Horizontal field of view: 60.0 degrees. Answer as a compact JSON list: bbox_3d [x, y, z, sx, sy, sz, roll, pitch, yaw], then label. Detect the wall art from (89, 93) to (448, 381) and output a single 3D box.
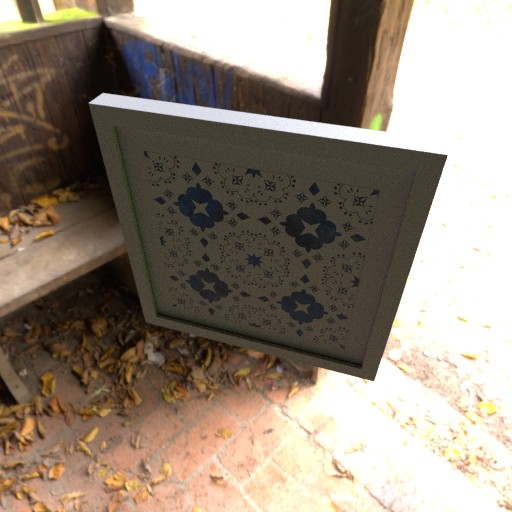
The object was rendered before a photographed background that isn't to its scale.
[{"bbox_3d":[0.000,0.000,0.548,0.355,0.355,0.027,12,44,13],"label":"wall art"}]
